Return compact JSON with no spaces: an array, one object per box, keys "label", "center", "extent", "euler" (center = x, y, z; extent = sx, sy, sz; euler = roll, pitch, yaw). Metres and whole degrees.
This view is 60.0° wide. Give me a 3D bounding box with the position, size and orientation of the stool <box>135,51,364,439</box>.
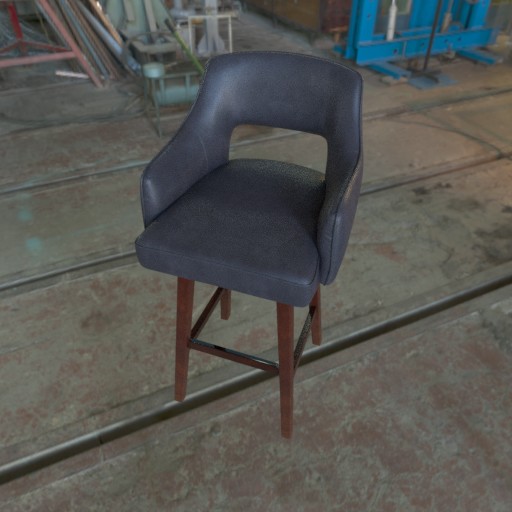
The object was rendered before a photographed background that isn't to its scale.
[{"label":"stool","center":[0.000,0.000,1.357],"extent":[0.550,1.041,0.560],"euler":[13,41,15]}]
